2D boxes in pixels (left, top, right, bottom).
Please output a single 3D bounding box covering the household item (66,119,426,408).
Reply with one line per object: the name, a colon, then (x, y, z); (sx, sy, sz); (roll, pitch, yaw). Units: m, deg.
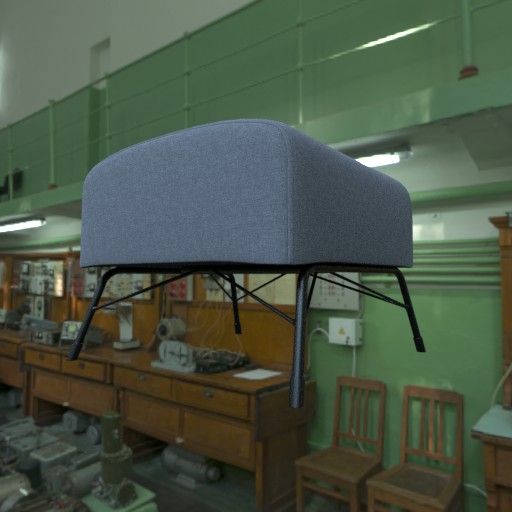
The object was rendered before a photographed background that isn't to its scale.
household item: (0.000, 0.000, 0.920); (0.530, 0.410, 0.530); (-2, -4, 37)
